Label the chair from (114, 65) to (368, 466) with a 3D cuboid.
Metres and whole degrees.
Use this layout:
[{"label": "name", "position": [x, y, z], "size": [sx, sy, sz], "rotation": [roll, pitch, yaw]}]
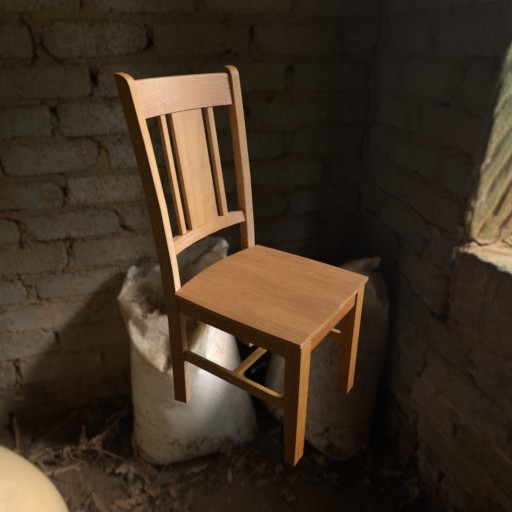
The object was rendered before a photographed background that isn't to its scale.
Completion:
[{"label": "chair", "position": [0.000, 0.000, 1.300], "size": [0.556, 0.998, 0.450], "rotation": [17, 31, 31]}]
